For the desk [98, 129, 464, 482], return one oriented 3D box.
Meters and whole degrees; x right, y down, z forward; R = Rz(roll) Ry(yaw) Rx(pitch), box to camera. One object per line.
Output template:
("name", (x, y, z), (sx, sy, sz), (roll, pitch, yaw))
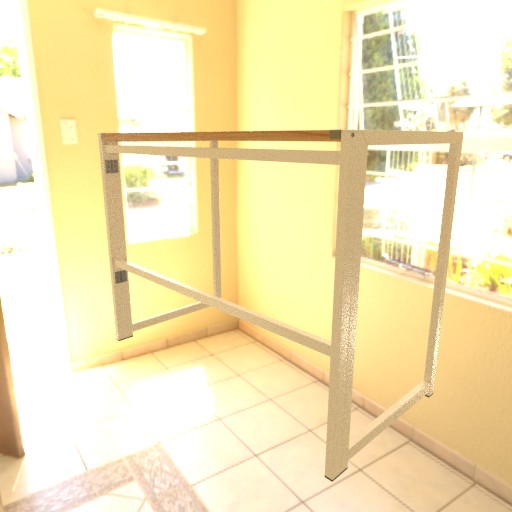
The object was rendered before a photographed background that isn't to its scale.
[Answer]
("desk", (0.000, 0.000, 1.417), (0.508, 0.762, 1.016), (-14, 21, -42))
